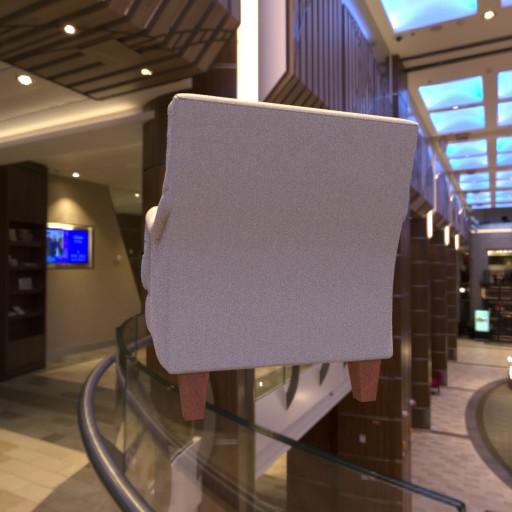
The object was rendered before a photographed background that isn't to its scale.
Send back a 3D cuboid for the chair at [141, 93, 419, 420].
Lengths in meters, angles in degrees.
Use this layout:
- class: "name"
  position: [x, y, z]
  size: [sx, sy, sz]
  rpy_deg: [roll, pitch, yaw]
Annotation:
- class: "chair"
  position: [0.000, 0.000, 1.873]
  size: [0.895, 1.076, 1.078]
  rpy_deg: [0, -1, -18]
